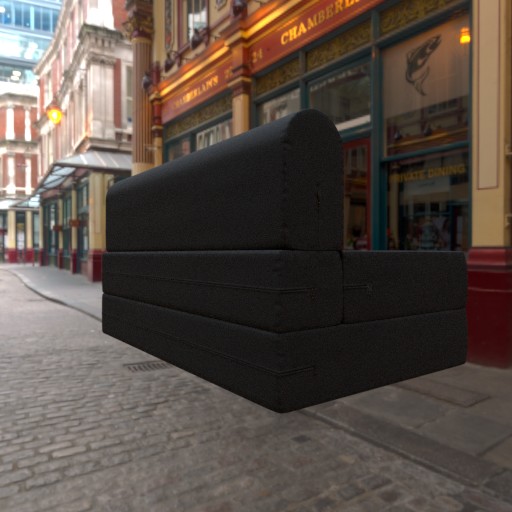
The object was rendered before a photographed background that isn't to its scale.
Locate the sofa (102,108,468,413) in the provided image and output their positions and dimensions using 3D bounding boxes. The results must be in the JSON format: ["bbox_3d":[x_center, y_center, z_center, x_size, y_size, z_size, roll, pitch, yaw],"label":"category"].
[{"bbox_3d":[0.000,0.000,1.645,0.762,0.670,1.225,0,0,-36],"label":"sofa"}]
